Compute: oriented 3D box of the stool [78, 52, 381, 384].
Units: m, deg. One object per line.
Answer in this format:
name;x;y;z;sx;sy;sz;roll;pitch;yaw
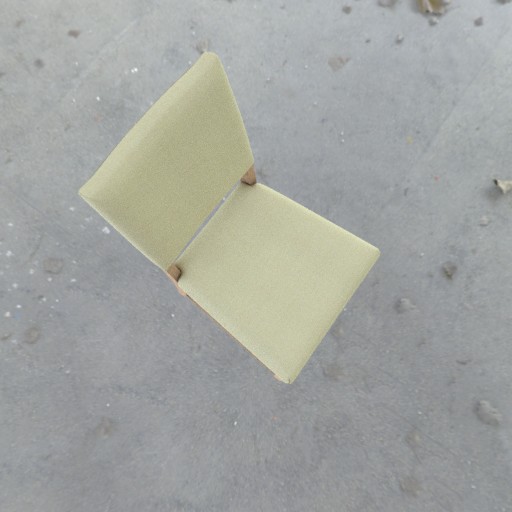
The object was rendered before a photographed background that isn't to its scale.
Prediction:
stool;0.000;0.000;1.375;0.623;0.986;0.508;35;78;9
